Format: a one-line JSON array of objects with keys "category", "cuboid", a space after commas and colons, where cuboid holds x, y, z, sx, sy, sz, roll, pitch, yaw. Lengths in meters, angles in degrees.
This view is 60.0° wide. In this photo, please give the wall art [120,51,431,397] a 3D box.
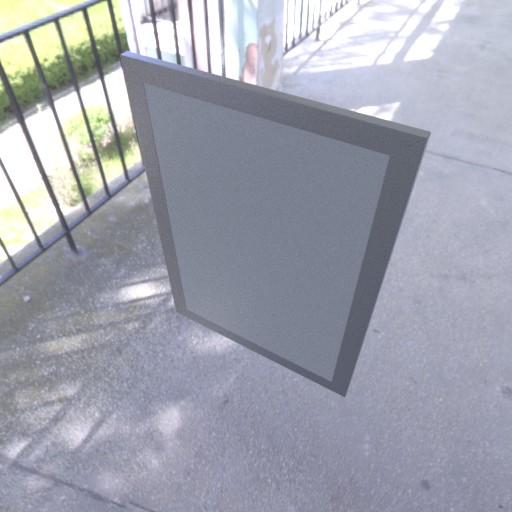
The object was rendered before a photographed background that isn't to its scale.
[{"category": "wall art", "cuboid": [0.000, 0.000, 0.672, 0.376, 0.529, 0.013, 23, 51, 20]}]
